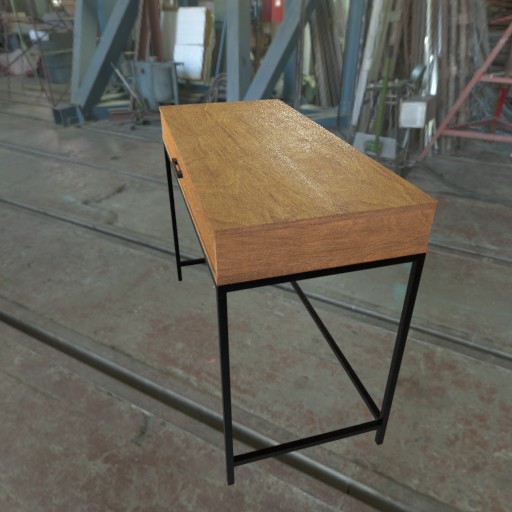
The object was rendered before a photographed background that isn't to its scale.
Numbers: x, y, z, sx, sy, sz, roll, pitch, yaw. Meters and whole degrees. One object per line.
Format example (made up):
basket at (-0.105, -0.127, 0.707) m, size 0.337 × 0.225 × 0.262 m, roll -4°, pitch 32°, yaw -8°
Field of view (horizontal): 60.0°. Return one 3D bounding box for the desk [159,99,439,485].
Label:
desk at (0.000, 0.000, 1.445) m, size 0.470 × 0.762 × 1.016 m, roll -8°, pitch 32°, yaw -14°
